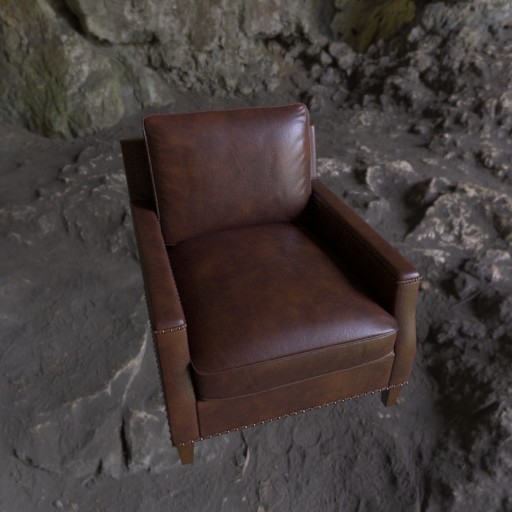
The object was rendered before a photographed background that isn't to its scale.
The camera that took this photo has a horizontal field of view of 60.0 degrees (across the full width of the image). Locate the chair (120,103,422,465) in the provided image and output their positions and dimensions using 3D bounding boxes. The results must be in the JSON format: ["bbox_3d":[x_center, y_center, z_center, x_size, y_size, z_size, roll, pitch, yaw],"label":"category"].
[{"bbox_3d":[0.000,0.000,1.682,0.853,0.929,1.014,-10,34,-15],"label":"chair"}]
